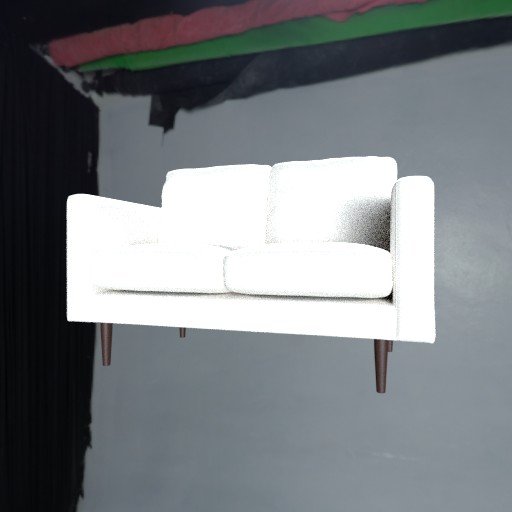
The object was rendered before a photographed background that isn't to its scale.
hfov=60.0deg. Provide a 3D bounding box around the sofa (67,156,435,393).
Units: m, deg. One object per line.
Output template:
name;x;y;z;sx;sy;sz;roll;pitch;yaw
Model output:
sofa;0.000;0.000;1.949;1.430;0.908;0.796;0;0;19
